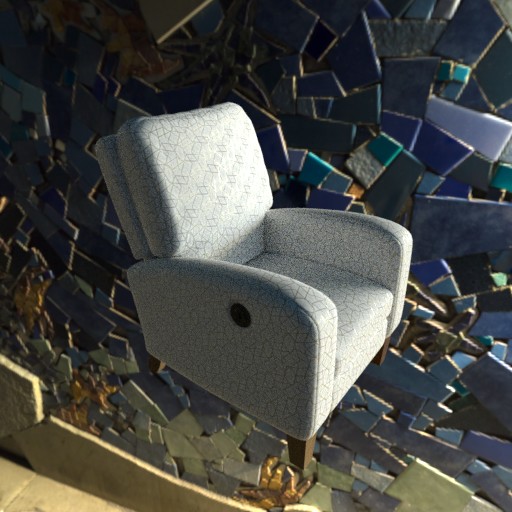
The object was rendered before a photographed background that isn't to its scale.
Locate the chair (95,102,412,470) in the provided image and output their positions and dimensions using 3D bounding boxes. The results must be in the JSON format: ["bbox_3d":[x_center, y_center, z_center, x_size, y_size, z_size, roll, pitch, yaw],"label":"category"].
[{"bbox_3d":[0.000,0.000,1.756,0.995,1.064,0.796,18,32,32],"label":"chair"}]
